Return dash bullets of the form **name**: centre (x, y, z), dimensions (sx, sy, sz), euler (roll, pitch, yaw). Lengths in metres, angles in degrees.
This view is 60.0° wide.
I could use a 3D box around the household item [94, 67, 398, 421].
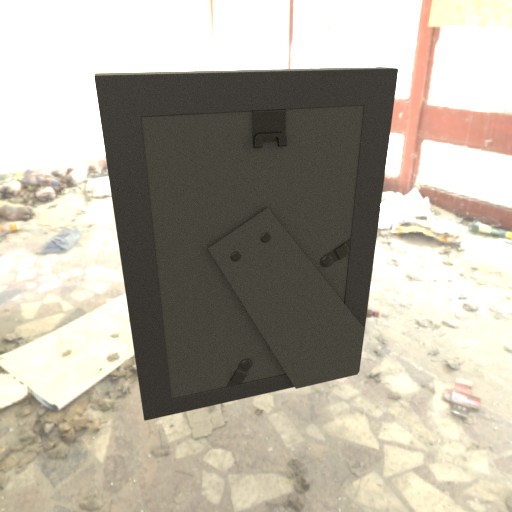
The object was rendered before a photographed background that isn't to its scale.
- **household item**: centre (0.000, 0.000, 0.229), dimensions (0.133, 0.178, 0.022), euler (-8, 27, -16)
